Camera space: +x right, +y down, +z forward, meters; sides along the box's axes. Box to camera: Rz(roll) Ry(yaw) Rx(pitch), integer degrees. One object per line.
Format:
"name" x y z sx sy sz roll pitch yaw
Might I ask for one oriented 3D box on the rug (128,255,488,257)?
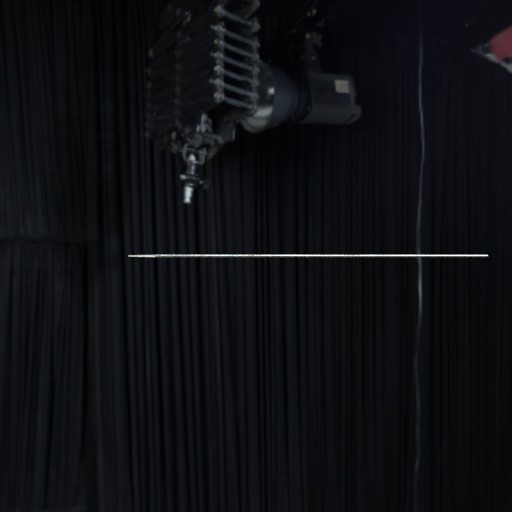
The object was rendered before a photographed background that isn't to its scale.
"rug" 0.000 0.000 2.280 1.202 0.006 1.813 0 0 -18
